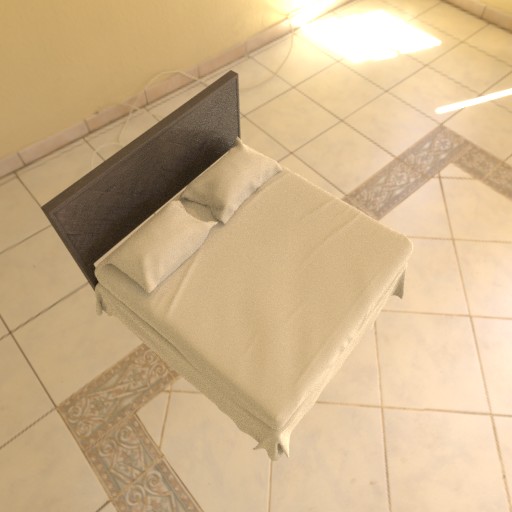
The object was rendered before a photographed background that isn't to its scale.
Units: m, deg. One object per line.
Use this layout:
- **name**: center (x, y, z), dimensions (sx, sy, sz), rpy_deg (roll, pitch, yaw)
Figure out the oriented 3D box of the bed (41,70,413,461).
- **bed**: center (0.000, 0.000, 2.954), dimensions (1.785, 1.142, 1.772), rpy_deg (34, 63, 20)
